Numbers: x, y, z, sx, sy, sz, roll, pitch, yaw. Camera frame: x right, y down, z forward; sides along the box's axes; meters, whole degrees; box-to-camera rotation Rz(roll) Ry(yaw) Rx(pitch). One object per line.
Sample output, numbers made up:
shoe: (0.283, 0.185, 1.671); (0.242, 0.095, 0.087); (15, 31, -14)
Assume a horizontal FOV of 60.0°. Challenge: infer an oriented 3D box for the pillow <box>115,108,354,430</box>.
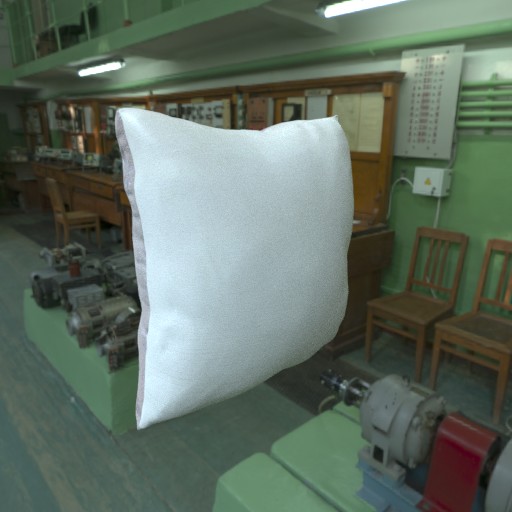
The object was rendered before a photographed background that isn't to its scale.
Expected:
pillow: (0.000, 0.000, 0.720); (0.450, 0.448, 0.245); (-15, 22, -41)
